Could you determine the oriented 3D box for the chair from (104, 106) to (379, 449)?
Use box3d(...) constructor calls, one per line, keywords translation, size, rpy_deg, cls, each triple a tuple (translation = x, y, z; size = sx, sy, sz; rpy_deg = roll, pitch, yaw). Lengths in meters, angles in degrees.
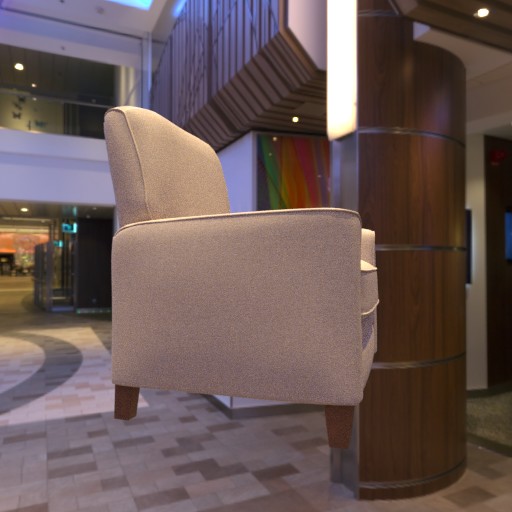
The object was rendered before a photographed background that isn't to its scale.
box3d(translation=(0.000, 0.000, 1.631), size=(0.858, 1.023, 0.841), rpy_deg=(0, -1, 18), cls="chair")
